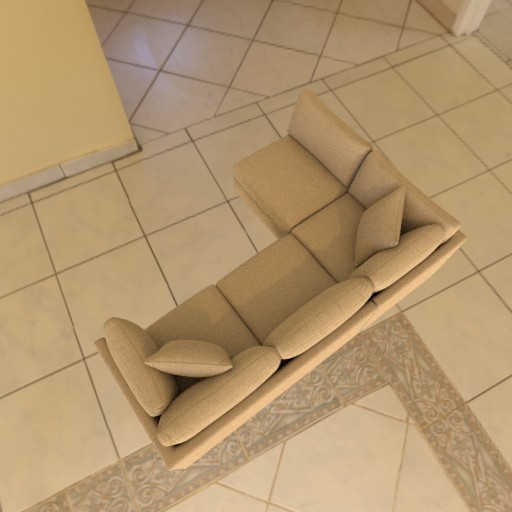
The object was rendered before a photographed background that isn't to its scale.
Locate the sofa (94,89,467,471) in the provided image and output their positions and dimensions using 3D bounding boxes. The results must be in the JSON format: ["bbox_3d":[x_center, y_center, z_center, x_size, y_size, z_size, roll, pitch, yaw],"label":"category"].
[{"bbox_3d":[0.000,0.000,3.790,2.896,0.978,1.994,-34,68,-16],"label":"sofa"}]
